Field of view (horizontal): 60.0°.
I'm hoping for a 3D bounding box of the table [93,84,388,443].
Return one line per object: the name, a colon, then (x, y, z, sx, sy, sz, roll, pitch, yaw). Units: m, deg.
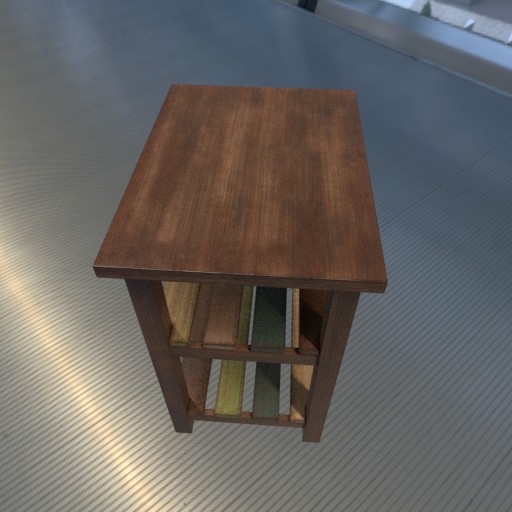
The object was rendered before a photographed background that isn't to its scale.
table: (0.000, 0.000, 0.950, 0.356, 0.584, 0.609, 3, 47, 3)
